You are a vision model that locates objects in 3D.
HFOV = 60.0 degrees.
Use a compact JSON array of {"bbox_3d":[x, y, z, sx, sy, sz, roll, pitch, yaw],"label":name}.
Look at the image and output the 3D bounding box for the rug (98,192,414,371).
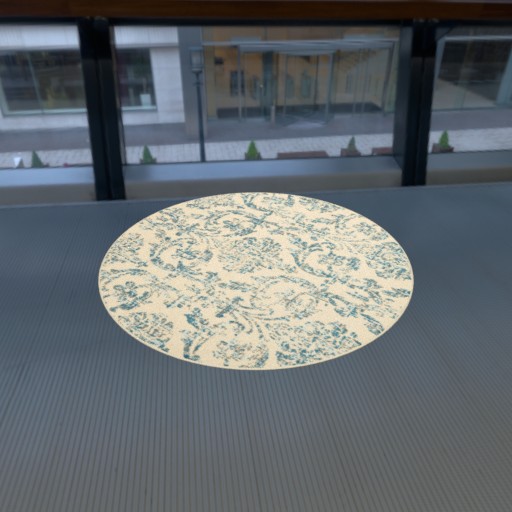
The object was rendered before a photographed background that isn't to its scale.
[{"bbox_3d":[0.000,0.000,2.337,1.593,0.012,1.593,0,33,0],"label":"rug"}]
